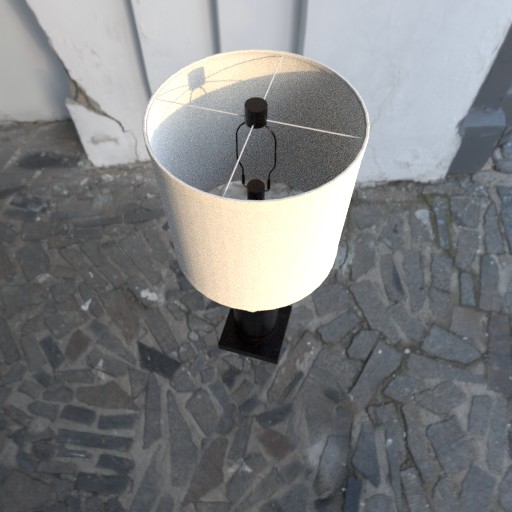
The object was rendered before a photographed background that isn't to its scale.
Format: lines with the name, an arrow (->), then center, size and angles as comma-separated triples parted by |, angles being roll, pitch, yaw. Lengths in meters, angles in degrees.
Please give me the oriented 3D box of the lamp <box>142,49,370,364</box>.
lamp -> 0.000, 0.000, 0.616 | 0.211, 0.509, 0.211 | 13, 58, 8
